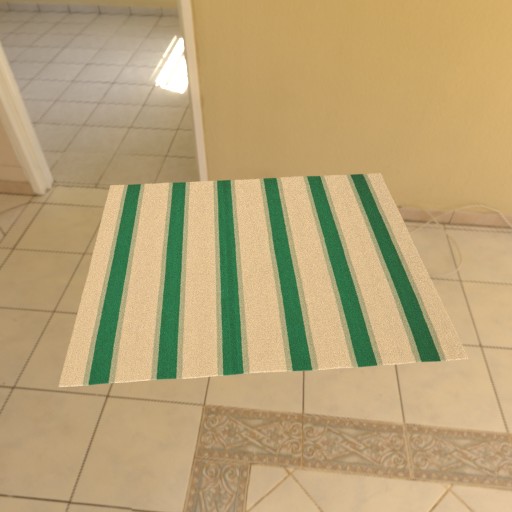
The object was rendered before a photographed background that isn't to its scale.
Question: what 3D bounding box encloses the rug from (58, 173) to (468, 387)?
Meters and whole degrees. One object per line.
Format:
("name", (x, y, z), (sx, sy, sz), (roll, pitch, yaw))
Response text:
("rug", (0.000, 0.000, 4.118), (3.041, 0.019, 2.434), (-3, 45, -3))
